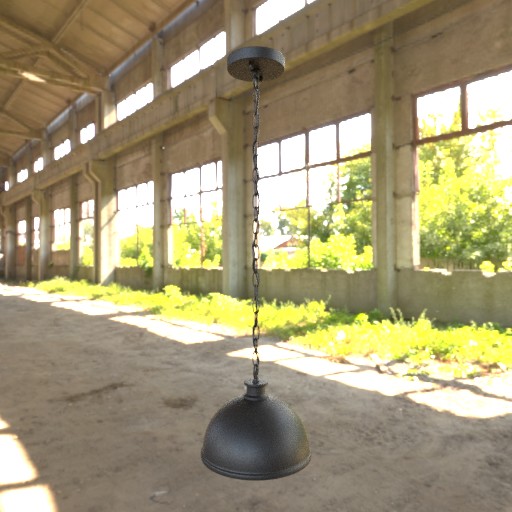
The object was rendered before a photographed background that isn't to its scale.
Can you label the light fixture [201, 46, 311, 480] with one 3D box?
[{"bbox_3d":[0.000,0.000,1.228,0.304,1.090,0.304,0,0,17],"label":"light fixture"}]
